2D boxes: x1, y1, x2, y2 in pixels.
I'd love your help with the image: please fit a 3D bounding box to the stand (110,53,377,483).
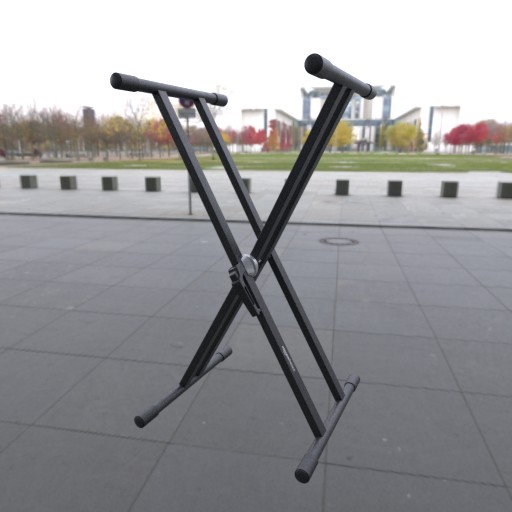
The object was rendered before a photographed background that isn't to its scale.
[{"bbox_3d":[0.000,0.000,1.206,0.503,0.900,0.495,7,15,25],"label":"stand"}]
